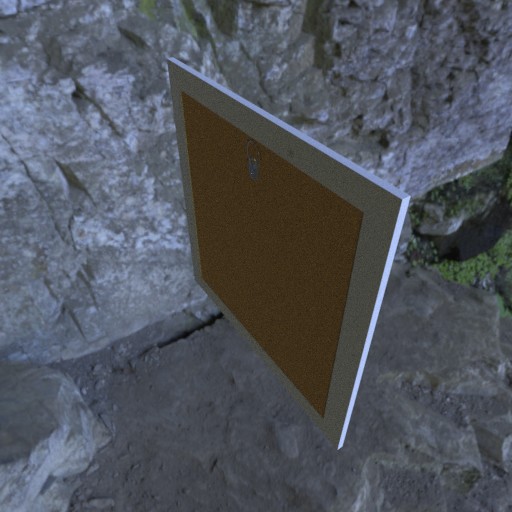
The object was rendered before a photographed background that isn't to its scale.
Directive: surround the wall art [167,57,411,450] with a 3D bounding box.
[{"bbox_3d":[0.000,0.000,0.845,0.015,0.577,0.572,-24,47,-25],"label":"wall art"}]
